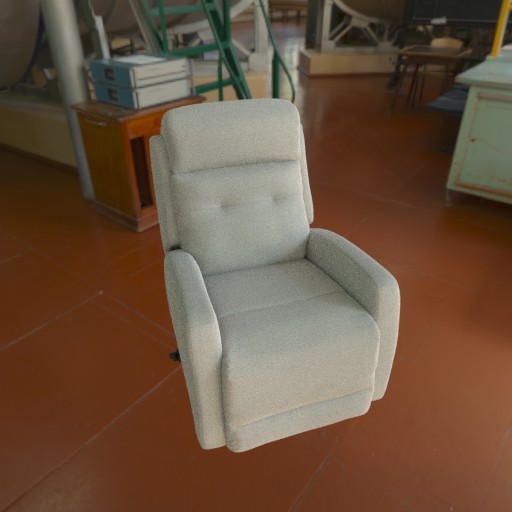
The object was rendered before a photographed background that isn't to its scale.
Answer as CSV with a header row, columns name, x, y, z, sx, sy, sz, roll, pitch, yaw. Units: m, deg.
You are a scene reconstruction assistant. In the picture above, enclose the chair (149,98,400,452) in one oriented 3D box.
name,x,y,z,sx,sy,sz,roll,pitch,yaw
chair,0.000,0.000,1.762,0.798,1.013,1.043,-10,34,-15
